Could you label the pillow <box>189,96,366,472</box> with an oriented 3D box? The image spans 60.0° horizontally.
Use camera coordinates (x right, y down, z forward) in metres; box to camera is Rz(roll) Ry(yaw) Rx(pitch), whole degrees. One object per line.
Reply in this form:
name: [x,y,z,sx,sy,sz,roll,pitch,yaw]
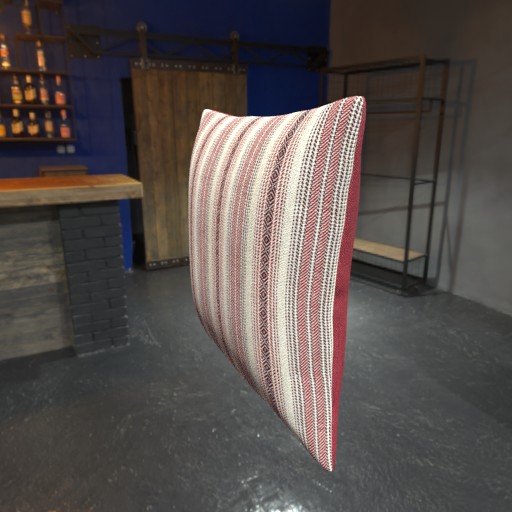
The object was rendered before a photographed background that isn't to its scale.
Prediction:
pillow: [0.000,0.000,0.768,0.166,0.497,0.513,-8,18,-25]
